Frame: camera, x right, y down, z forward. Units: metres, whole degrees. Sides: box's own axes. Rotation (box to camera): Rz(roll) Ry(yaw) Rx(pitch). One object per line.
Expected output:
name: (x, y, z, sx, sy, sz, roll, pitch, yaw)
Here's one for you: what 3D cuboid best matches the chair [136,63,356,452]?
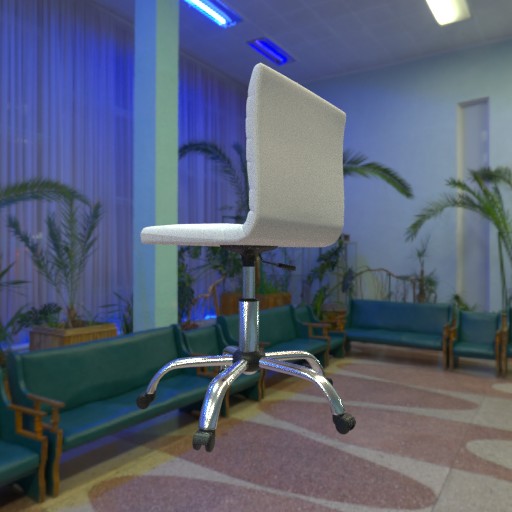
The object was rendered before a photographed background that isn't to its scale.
chair: (0.000, 0.000, 1.129, 0.530, 0.780, 0.556, 0, 0, 37)
